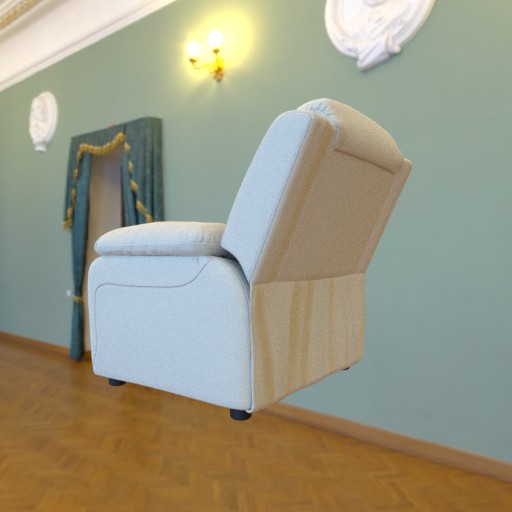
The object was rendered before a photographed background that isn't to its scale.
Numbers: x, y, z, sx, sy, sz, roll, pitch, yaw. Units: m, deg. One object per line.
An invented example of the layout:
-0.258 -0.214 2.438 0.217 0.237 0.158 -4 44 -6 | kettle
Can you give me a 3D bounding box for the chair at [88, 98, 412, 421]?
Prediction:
0.000 0.000 1.254 0.709 0.702 0.680 1 1 37 | chair
